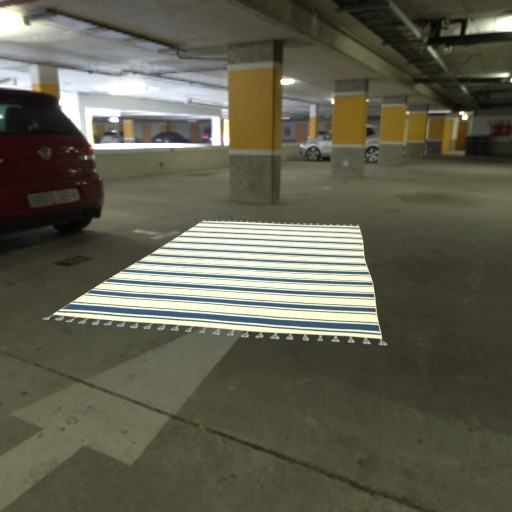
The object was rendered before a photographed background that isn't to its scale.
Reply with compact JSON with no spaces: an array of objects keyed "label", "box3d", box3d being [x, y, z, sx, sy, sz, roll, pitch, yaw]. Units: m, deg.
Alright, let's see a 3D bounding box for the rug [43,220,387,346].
[{"label":"rug","box3d":[0.000,0.000,2.536,1.248,0.009,2.108,3,15,10]}]
